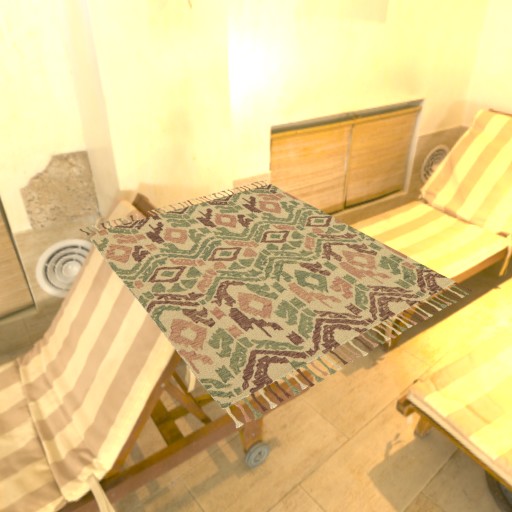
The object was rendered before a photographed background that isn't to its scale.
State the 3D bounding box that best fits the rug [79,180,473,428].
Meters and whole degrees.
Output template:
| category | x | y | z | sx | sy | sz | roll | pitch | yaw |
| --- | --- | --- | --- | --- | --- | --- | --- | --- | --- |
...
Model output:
| category | x | y | z | sx | sy | sz | roll | pitch | yaw |
| --- | --- | --- | --- | --- | --- | --- | --- | --- | --- |
| rug | 0.000 | 0.000 | 4.207 | 2.438 | 0.010 | 3.048 | -20 | 37 | -29 |
